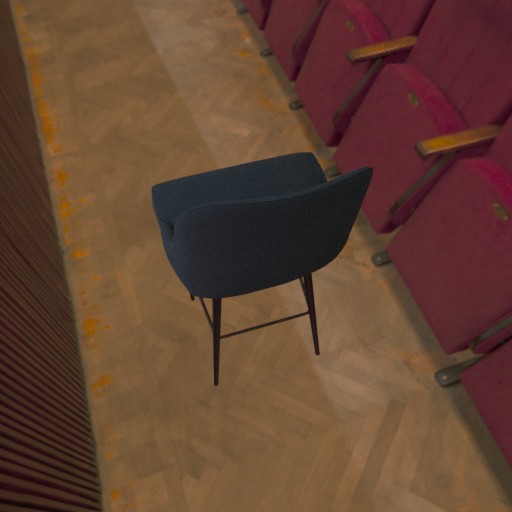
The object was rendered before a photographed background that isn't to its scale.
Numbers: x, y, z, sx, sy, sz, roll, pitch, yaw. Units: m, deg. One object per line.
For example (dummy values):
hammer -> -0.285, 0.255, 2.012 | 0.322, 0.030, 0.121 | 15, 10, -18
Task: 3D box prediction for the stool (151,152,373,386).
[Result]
stool -> 0.000, 0.000, 1.360 | 0.527, 1.079, 0.489 | -14, 57, -9
